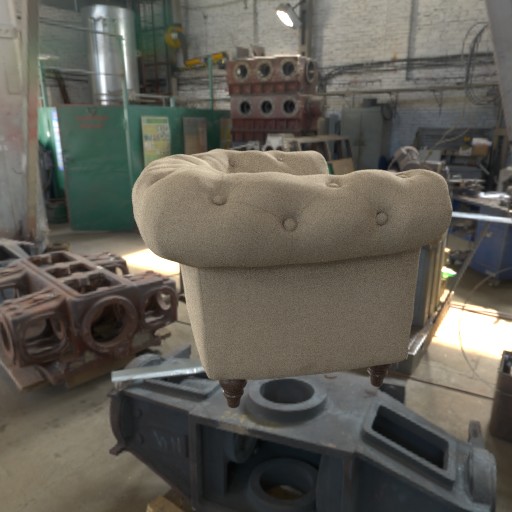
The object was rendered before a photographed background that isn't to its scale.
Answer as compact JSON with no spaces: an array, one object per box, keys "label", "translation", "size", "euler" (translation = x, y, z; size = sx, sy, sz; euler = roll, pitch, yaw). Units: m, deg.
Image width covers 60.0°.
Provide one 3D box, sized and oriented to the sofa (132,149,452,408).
[{"label":"sofa","translation":[0.000,0.000,1.992],"size":[1.034,0.878,1.405],"euler":[-3,17,-11]}]
